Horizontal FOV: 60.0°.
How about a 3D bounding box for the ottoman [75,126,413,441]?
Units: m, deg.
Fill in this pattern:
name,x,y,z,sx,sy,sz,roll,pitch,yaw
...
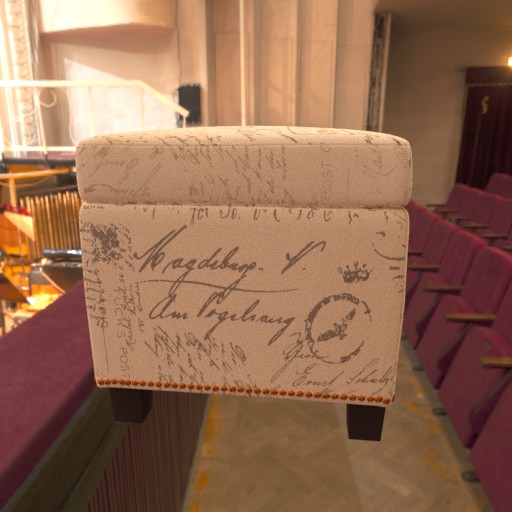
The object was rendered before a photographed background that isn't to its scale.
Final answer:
name,x,y,z,sx,sy,sz,roll,pitch,yaw
ottoman,0.000,0.000,0.815,0.450,0.457,0.449,2,15,7
